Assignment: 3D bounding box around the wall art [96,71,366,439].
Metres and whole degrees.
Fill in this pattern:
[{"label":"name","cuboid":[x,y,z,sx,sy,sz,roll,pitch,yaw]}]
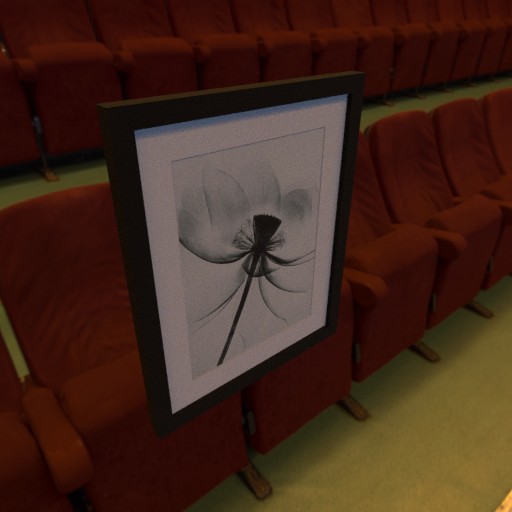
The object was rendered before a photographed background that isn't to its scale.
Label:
[{"label":"wall art","cuboid":[0.000,0.000,0.769,0.457,0.559,0.029,-22,36,-33]}]
